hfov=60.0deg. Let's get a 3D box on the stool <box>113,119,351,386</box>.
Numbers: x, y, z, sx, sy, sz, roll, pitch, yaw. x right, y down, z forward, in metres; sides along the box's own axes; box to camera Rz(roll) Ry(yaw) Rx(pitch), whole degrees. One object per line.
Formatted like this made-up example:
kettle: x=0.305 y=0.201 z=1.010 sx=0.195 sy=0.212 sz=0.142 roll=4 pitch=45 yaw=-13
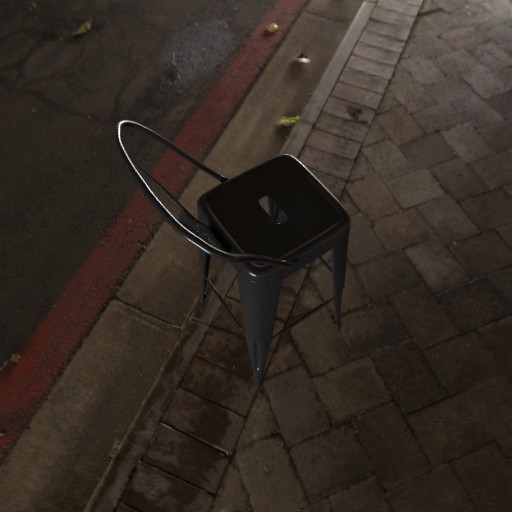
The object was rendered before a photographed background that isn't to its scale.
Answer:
stool: x=0.000 y=0.000 z=1.321 sx=0.528 sy=1.022 sz=0.432 roll=-30 pitch=64 yaw=-17
